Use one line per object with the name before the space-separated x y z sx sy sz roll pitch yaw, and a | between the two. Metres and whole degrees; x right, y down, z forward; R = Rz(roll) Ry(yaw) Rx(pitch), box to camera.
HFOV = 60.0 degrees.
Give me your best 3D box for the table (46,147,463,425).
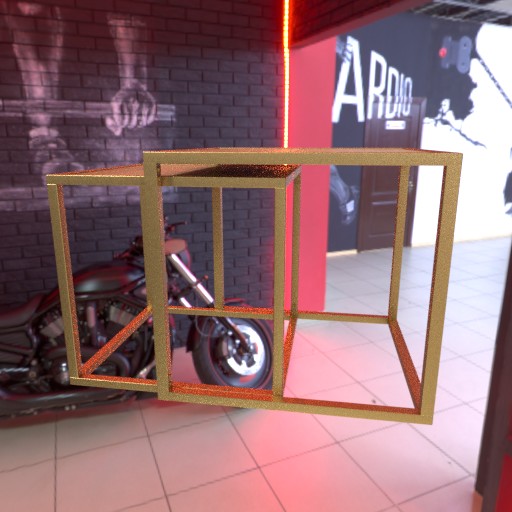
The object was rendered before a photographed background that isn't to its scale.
table | 0.000 0.000 1.076 0.762 0.505 0.505 2 15 9
